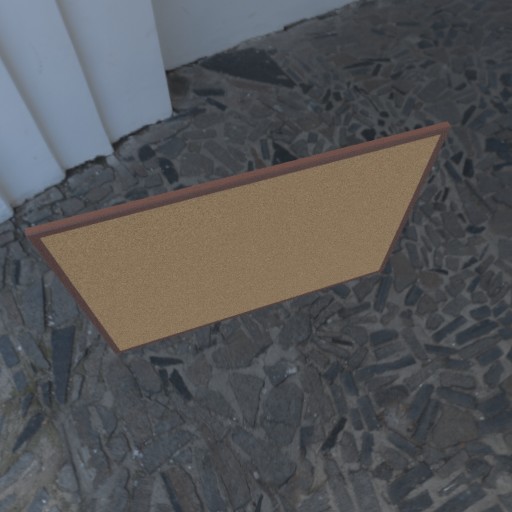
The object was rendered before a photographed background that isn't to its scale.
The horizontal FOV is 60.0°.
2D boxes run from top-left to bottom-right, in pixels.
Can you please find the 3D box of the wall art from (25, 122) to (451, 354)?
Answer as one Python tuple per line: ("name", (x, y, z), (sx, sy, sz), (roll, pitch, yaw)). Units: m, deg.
("wall art", (0.000, 0.000, 0.849), (0.660, 0.455, 0.014), (-16, 59, -10))
